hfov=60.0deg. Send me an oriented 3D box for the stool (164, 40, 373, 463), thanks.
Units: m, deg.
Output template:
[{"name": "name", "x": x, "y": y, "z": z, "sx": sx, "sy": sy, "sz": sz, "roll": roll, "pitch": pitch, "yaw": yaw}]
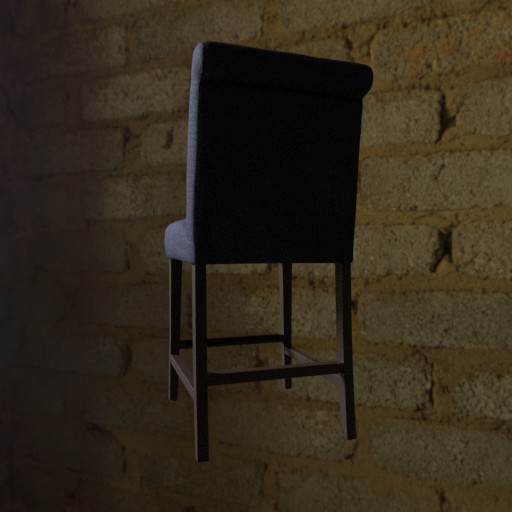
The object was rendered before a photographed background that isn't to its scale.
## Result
[{"name": "stool", "x": 0.000, "y": 0.000, "z": 1.343, "sx": 0.493, "sy": 1.010, "sz": 0.601, "roll": 0, "pitch": 1, "yaw": -18}]
